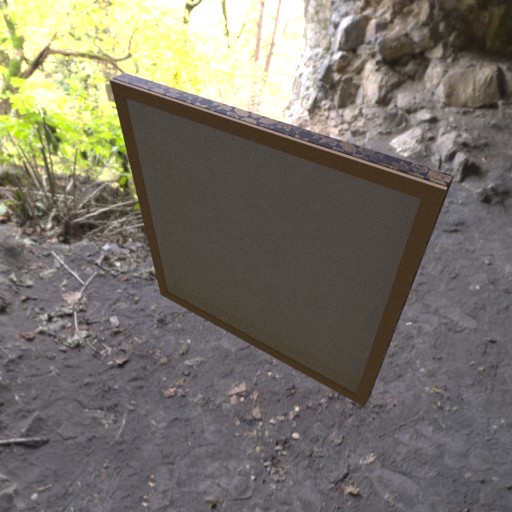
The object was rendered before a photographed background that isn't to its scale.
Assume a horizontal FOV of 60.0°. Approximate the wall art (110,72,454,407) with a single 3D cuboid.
[{"bbox_3d":[0.000,0.000,0.918,0.612,0.612,0.038,25,50,22],"label":"wall art"}]
